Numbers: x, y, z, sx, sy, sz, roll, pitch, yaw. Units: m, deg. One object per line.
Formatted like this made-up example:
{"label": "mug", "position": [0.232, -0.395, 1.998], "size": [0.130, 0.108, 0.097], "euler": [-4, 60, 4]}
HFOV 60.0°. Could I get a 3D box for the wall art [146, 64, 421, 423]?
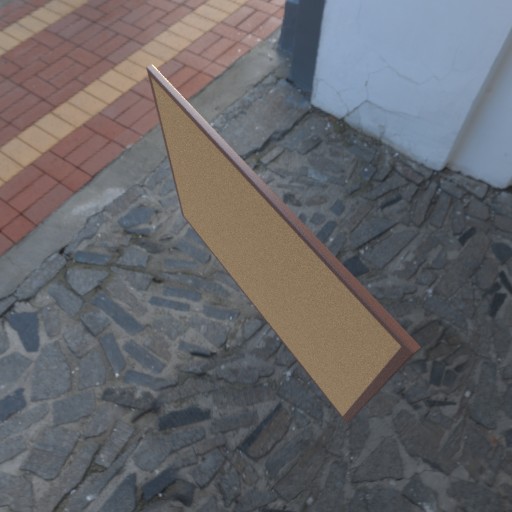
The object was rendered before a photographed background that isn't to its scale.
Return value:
{"label": "wall art", "position": [0.000, 0.000, 0.864], "size": [0.014, 0.455, 0.660], "euler": [-32, 64, -17]}
